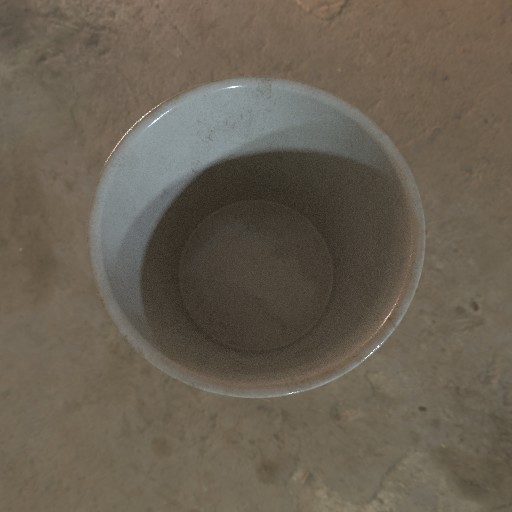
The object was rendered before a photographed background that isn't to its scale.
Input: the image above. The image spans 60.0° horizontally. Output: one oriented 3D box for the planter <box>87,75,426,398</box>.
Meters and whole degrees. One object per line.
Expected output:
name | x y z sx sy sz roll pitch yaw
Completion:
planter | 0.000 0.000 0.216 0.126 0.104 0.126 0 75 0
